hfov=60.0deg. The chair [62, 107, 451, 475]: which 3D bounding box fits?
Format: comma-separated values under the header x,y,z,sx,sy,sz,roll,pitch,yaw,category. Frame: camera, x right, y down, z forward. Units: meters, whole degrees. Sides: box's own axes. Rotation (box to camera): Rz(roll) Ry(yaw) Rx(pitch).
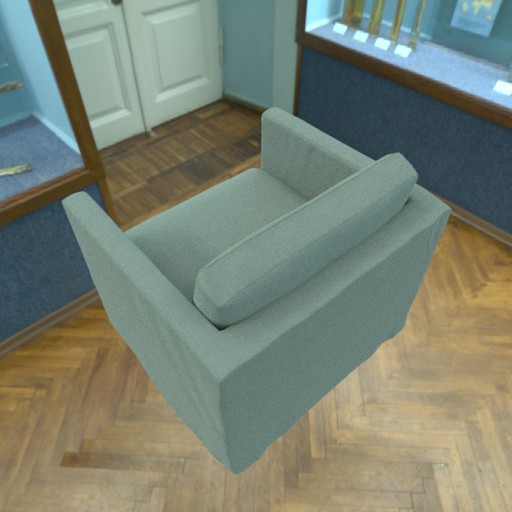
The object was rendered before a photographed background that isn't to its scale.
x,y,z,sx,sy,sz,roll,pitch,yaw,category
0.000,0.000,1.731,1.057,0.863,0.949,-32,54,-27,chair
